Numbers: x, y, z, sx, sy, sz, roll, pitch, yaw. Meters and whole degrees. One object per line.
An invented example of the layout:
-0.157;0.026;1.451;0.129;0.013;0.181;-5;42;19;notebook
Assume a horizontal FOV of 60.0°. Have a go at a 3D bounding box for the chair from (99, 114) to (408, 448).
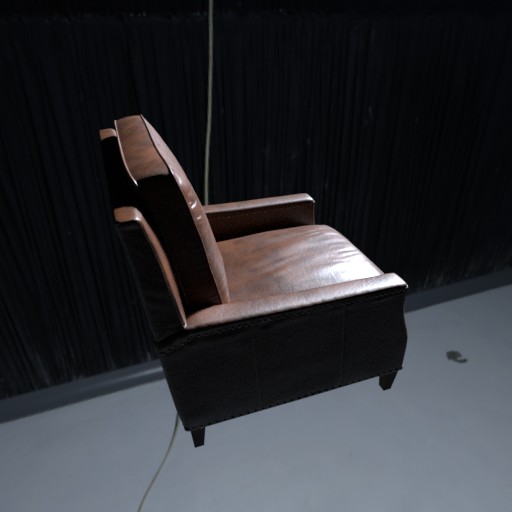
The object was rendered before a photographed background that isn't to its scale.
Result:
0.000;0.000;1.798;1.035;1.054;0.854;-10;33;-16;chair
